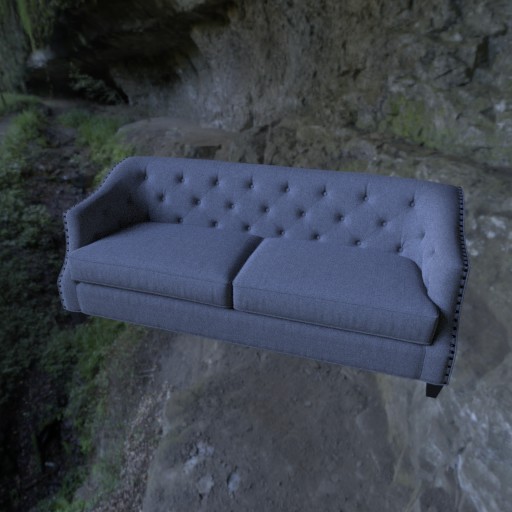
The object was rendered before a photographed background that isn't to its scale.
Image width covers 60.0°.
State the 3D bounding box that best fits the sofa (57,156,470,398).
[{"bbox_3d":[0.000,0.000,2.666,2.235,0.901,0.914,8,28,15],"label":"sofa"}]
